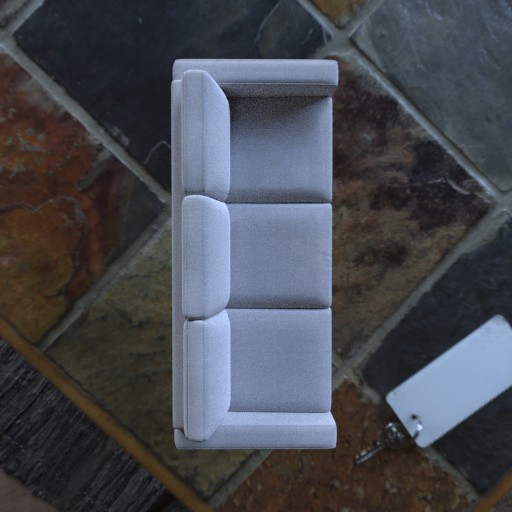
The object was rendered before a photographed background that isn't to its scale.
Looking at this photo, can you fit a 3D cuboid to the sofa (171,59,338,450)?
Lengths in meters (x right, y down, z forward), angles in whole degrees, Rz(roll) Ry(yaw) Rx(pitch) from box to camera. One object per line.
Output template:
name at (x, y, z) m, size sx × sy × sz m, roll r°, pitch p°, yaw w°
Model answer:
sofa at (0.000, 0.000, 2.547) m, size 0.900 × 0.800 × 2.120 m, roll 0°, pitch 91°, yaw 0°
